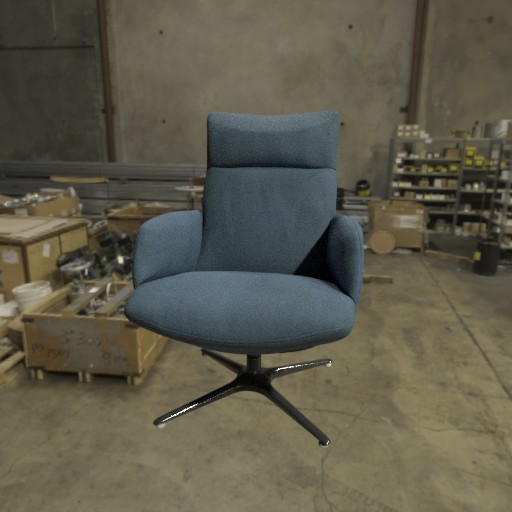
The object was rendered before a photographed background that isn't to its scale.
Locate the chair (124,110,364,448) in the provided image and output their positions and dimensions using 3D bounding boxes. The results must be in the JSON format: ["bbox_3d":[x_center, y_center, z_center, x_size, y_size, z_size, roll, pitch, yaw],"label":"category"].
[{"bbox_3d":[0.000,0.000,1.557,0.711,1.016,0.889,3,15,10],"label":"chair"}]
